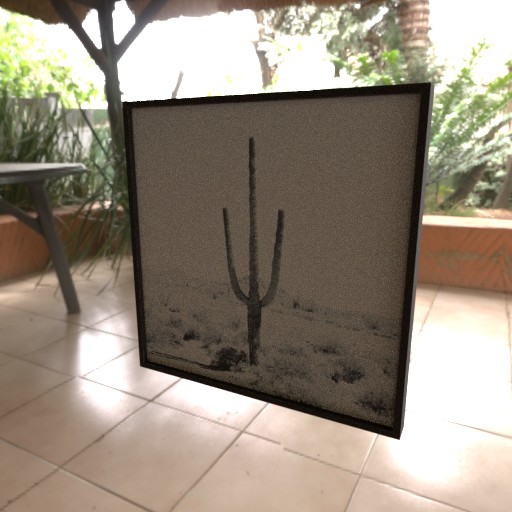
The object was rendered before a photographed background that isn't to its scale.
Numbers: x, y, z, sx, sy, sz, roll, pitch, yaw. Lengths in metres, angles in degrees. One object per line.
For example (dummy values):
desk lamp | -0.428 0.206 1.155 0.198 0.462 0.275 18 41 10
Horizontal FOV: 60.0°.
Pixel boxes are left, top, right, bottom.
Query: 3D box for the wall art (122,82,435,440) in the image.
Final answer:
wall art | 0.000 0.000 0.739 0.508 0.508 0.038 7 15 26
